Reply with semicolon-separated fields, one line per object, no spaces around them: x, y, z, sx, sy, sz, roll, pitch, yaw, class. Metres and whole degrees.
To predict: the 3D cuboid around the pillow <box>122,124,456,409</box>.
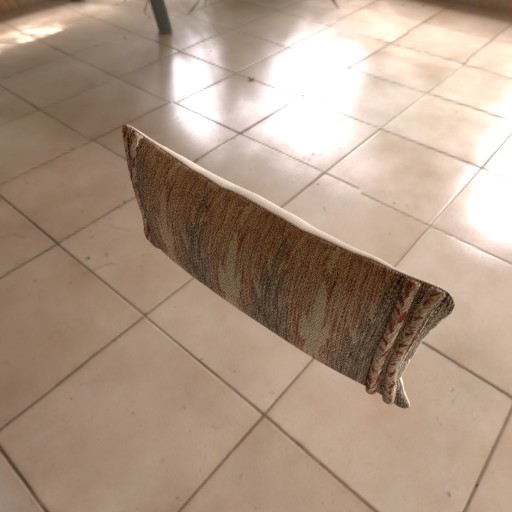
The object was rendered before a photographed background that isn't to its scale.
0.000;0.000;0.747;0.635;0.282;0.139;31;54;26;pillow
